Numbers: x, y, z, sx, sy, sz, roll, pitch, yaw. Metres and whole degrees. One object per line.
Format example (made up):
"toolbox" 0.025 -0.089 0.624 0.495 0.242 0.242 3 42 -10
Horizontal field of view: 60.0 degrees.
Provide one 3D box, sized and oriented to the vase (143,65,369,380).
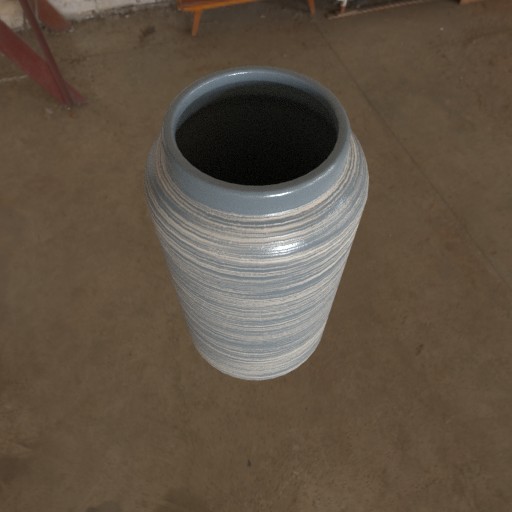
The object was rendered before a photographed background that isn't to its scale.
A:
"vase" 0.000 0.000 0.299 0.116 0.230 0.116 0 58 0
